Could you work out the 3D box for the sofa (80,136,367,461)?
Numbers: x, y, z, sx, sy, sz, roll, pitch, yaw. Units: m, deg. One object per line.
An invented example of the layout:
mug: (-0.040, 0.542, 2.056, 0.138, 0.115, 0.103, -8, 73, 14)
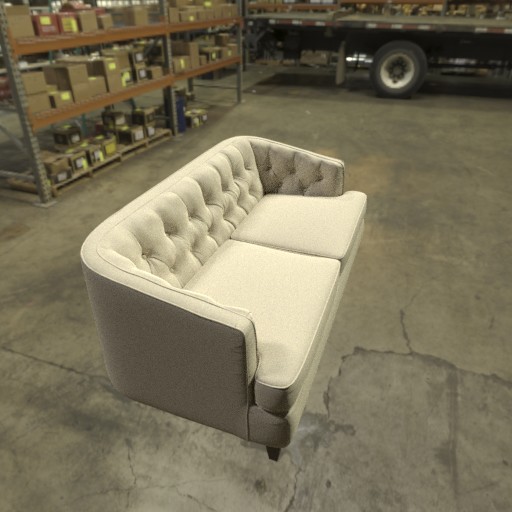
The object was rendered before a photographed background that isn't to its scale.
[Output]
sofa: (0.000, 0.000, 2.293, 0.941, 0.855, 1.733, 11, 33, 17)
